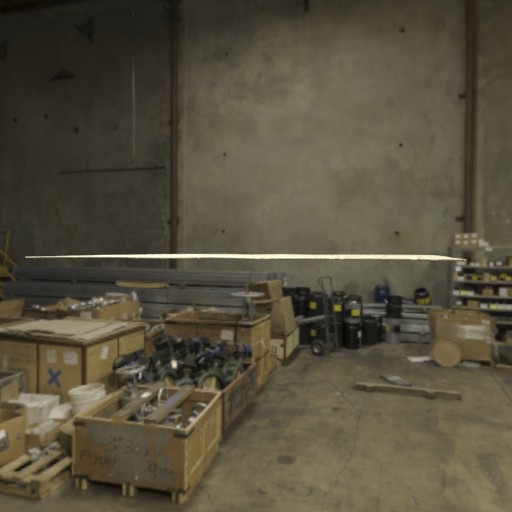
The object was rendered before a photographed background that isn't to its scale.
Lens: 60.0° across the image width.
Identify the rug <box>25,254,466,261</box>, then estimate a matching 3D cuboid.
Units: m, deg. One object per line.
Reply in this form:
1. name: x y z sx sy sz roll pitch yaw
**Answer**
1. rug: 0.000 0.000 2.200 1.754 0.010 1.148 0 1 17
